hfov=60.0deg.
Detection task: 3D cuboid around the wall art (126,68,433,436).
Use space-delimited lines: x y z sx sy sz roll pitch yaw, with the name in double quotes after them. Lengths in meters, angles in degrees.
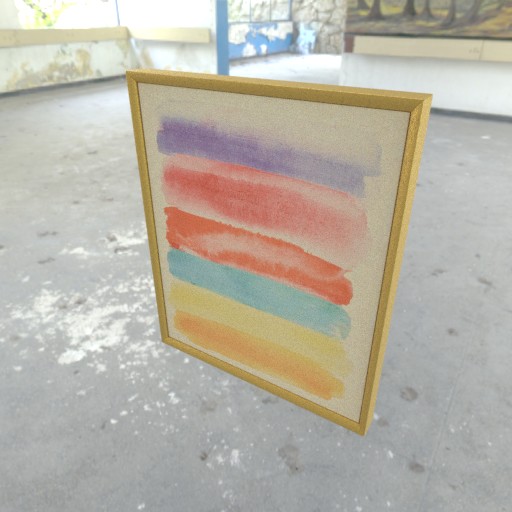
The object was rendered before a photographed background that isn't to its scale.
0.000 0.000 0.864 0.537 0.642 0.048 17 34 28 "wall art"
